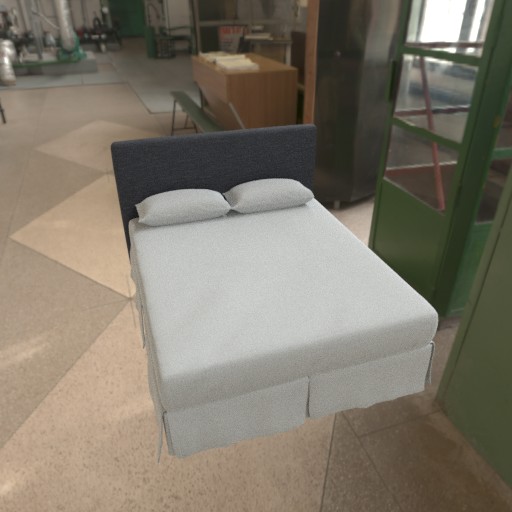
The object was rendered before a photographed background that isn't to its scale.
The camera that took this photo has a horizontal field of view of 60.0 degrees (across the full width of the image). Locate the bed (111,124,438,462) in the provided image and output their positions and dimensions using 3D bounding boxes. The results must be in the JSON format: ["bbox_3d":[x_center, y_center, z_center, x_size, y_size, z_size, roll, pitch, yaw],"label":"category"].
[{"bbox_3d":[0.000,0.000,3.328,1.884,1.330,2.142,-10,33,-16],"label":"bed"}]
